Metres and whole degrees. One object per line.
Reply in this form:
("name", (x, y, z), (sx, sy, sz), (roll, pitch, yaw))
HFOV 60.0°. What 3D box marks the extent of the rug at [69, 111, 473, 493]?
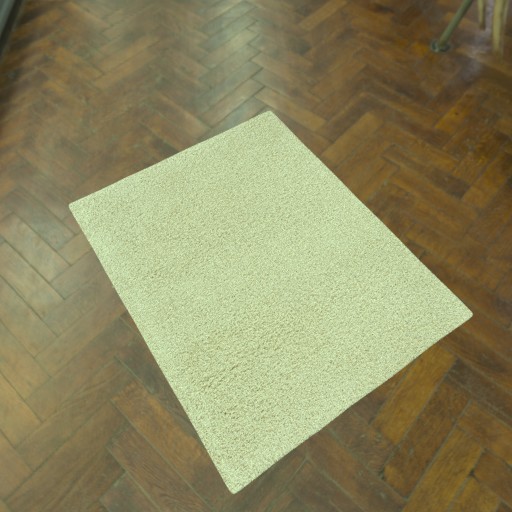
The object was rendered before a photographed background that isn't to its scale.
("rug", (0.000, 0.000, 4.080), (2.438, 0.029, 3.047), (-30, 64, -17))
